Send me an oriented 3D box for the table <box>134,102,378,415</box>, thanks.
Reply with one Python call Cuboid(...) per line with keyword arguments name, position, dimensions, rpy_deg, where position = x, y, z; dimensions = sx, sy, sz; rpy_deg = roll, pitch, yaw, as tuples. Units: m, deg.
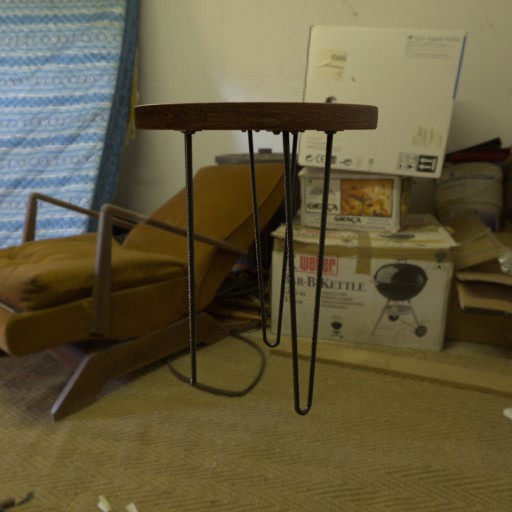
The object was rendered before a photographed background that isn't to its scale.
Cuboid(name="table", position=(0.000, 0.000, 0.820), dimensions=(0.400, 0.520, 0.400), rpy_deg=(0, 16, 0))
